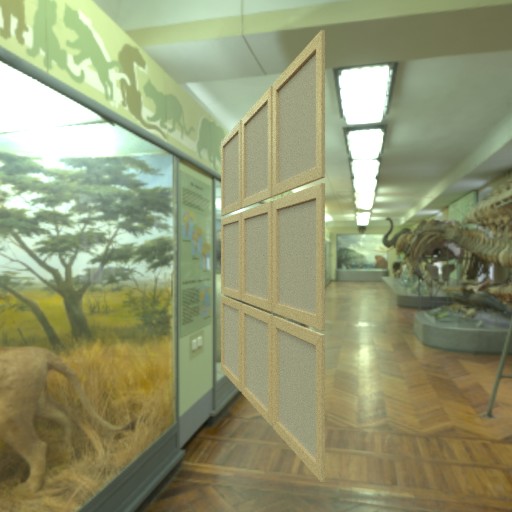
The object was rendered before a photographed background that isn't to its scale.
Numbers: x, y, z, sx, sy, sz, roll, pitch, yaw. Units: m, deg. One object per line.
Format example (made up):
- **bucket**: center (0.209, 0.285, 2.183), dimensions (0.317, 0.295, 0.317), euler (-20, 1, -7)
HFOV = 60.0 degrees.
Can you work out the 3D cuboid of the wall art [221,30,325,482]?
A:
- **wall art**: center (0.000, 0.000, 2.202), dimensions (0.014, 1.507, 1.519), euler (0, 0, -17)
